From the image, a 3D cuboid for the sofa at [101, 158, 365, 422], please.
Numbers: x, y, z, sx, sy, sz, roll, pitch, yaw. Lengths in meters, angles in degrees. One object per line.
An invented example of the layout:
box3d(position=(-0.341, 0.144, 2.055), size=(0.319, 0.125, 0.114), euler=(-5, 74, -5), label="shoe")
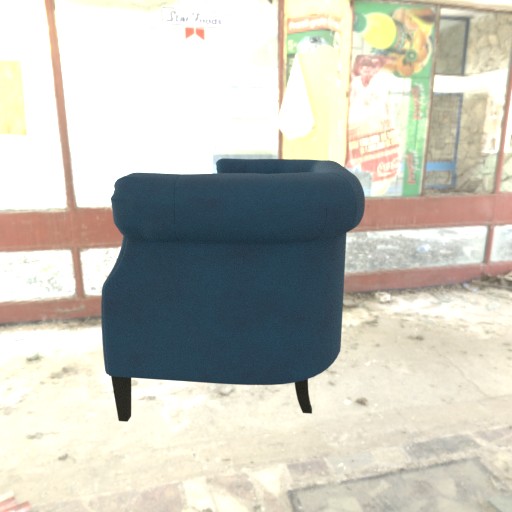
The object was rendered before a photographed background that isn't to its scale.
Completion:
box3d(position=(0.000, 0.000, 2.005), size=(0.835, 0.827, 1.558), euler=(2, 14, 7), label="sofa")
